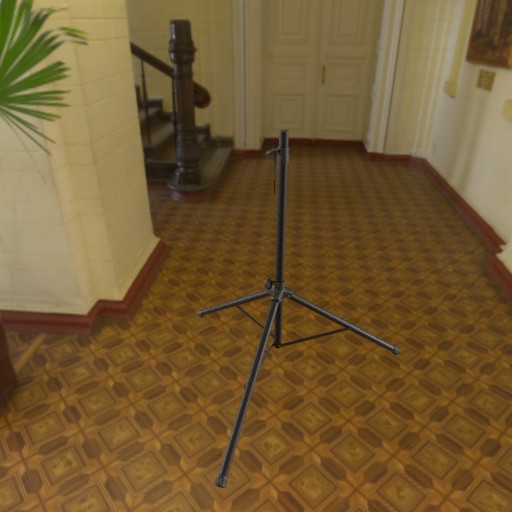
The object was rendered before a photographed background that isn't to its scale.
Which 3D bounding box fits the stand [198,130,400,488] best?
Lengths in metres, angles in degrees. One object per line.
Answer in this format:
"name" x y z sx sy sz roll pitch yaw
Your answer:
"stand" 0.000 0.000 2.727 1.596 1.595 1.339 -22 35 -35
